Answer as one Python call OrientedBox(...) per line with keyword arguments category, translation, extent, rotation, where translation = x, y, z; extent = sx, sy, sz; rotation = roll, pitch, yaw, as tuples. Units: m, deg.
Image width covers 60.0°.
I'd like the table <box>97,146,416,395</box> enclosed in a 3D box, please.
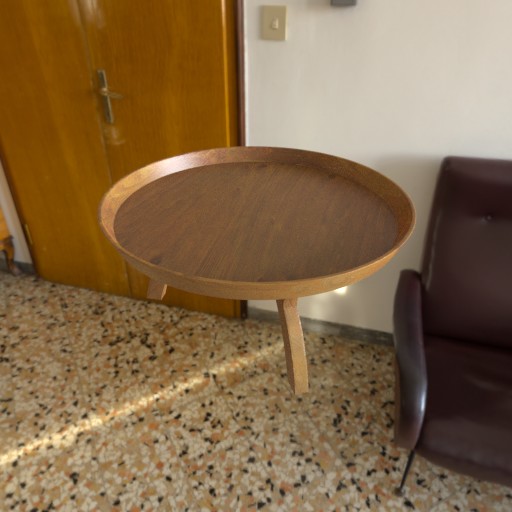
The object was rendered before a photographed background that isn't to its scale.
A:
OrientedBox(category="table", translation=(0.000, 0.000, 1.570), extent=(1.016, 0.470, 1.016), rotation=(0, 32, 0))
